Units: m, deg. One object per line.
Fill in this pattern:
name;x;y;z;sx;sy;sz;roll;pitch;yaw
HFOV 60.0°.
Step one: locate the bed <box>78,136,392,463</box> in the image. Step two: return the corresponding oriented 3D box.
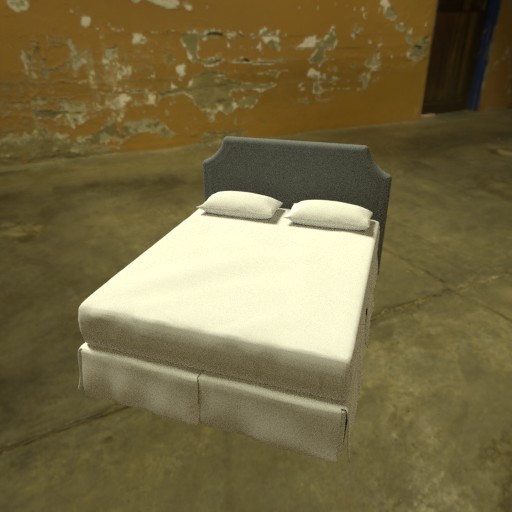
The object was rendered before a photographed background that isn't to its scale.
bed;0.000;0.000;3.364;1.811;1.296;2.259;8;27;16
